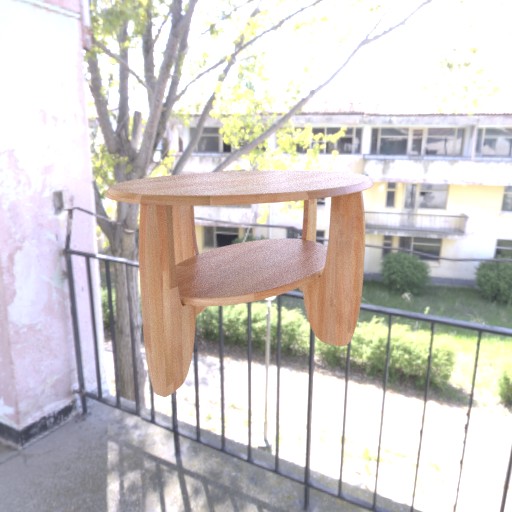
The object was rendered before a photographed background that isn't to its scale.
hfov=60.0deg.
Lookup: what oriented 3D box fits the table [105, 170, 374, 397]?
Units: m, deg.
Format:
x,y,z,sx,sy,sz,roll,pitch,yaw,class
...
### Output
x,y,z,sx,sy,sz,roll,pitch,yaw,class
0.000,0.000,1.420,0.690,0.490,1.040,7,16,27,table
